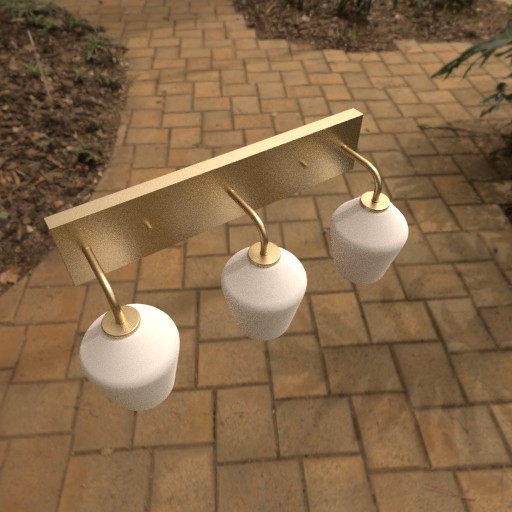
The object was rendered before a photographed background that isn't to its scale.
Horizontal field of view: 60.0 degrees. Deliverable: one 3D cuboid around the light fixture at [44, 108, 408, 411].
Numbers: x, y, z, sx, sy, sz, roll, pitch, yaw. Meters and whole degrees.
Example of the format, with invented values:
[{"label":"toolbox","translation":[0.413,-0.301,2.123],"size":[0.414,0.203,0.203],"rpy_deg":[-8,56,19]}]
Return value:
[{"label":"light fixture","translation":[0.000,0.000,0.722],"size":[0.609,0.280,0.190],"rpy_deg":[-25,51,-22]}]
